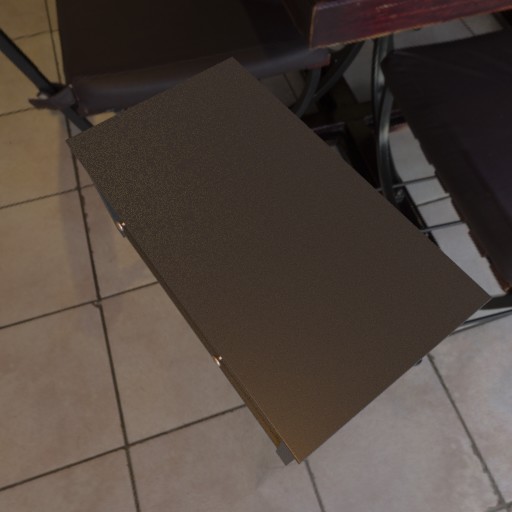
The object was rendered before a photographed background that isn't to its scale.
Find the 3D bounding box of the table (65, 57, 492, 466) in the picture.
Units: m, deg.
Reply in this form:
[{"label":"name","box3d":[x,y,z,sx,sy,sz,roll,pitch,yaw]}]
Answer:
[{"label":"table","box3d":[0.000,0.000,1.390,0.612,0.493,1.068,-34,67,-16]}]
